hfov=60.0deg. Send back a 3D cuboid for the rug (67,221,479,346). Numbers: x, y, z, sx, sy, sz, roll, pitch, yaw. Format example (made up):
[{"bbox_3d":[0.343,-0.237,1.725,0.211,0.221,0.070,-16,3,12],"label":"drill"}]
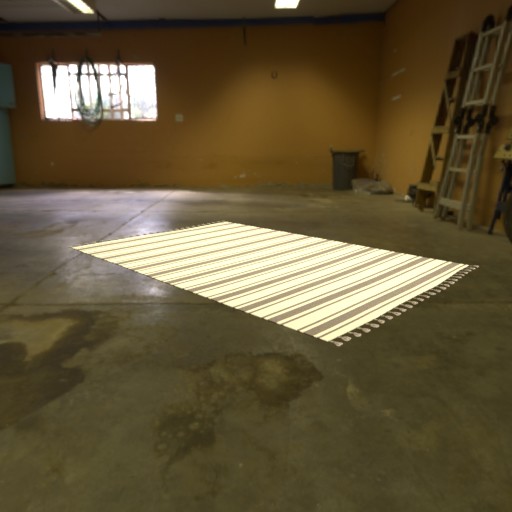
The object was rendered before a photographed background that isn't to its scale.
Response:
[{"bbox_3d":[0.000,0.000,3.027,2.425,0.014,1.563,13,20,43],"label":"rug"}]
